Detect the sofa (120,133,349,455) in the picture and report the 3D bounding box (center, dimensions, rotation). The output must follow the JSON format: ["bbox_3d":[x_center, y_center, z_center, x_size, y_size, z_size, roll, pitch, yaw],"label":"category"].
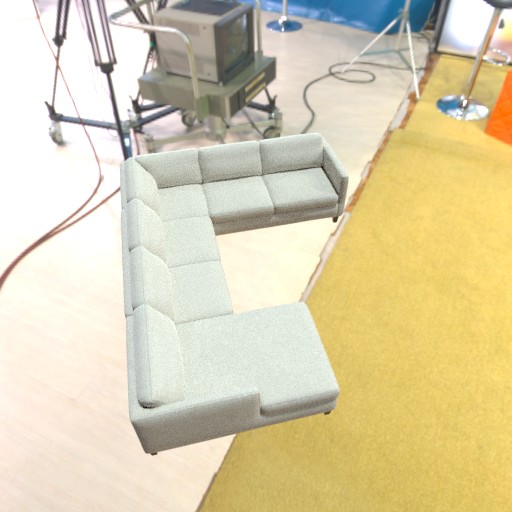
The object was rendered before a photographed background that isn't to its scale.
[{"bbox_3d":[0.000,0.000,4.472,2.551,0.853,3.238,-10,46,-9],"label":"sofa"}]
